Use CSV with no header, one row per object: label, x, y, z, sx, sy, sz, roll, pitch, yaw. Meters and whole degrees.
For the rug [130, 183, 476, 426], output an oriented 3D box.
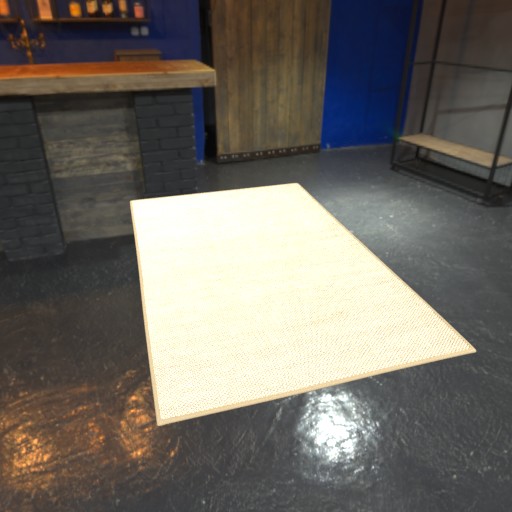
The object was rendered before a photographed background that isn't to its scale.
rug,0.000,0.000,2.048,1.062,0.013,1.667,-8,31,-14
